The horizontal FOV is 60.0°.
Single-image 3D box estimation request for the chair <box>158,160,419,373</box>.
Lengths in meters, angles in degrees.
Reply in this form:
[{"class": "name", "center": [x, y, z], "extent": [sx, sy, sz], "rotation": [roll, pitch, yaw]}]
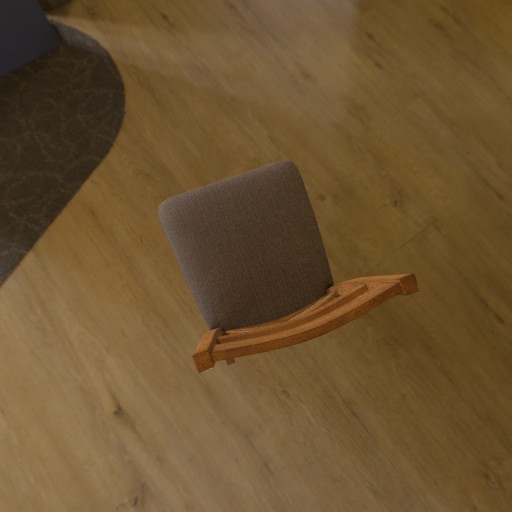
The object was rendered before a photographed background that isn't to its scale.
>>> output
[{"class": "chair", "center": [0.000, 0.000, 1.276], "extent": [0.470, 0.949, 0.581], "rotation": [-19, 75, -5]}]
